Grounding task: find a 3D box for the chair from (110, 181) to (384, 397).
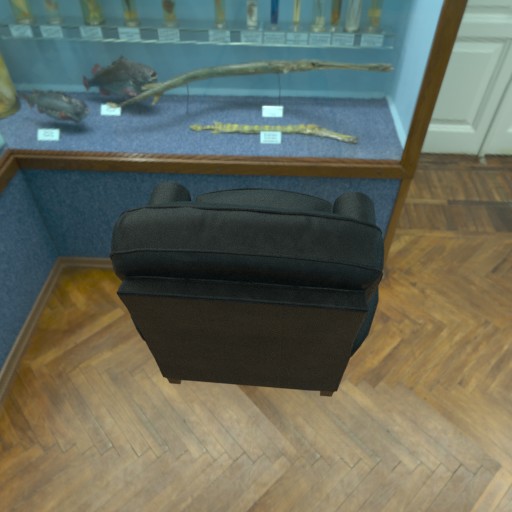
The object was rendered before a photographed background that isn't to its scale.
[{"bbox_3d":[0.000,0.000,1.737,0.936,1.018,0.986,4,46,4],"label":"chair"}]
